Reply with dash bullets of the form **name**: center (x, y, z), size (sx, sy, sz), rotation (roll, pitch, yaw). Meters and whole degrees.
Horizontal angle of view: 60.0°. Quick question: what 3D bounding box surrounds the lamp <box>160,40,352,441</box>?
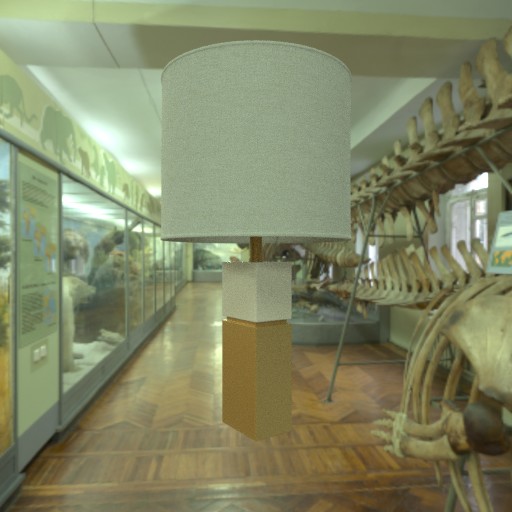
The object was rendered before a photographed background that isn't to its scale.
- **lamp**: center (0.000, 0.000, 0.543), size (0.229, 0.417, 0.229), rotation (0, 0, -36)
